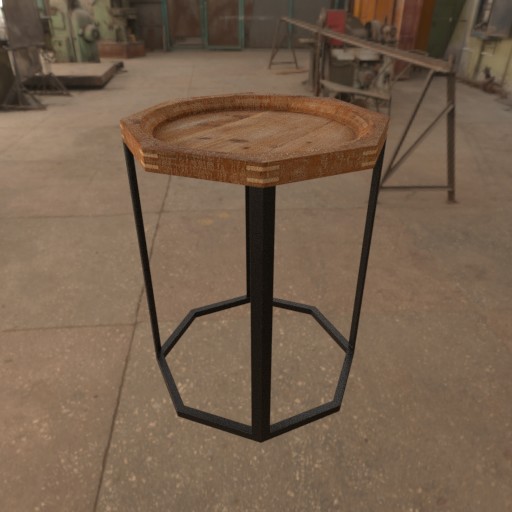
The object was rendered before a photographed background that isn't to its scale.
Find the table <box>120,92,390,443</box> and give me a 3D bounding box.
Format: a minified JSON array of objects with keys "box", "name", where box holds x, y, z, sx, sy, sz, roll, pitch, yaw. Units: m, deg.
[{"box":[0.000,0.000,0.888,0.458,0.543,0.458,-1,31,-2],"name":"table"}]
